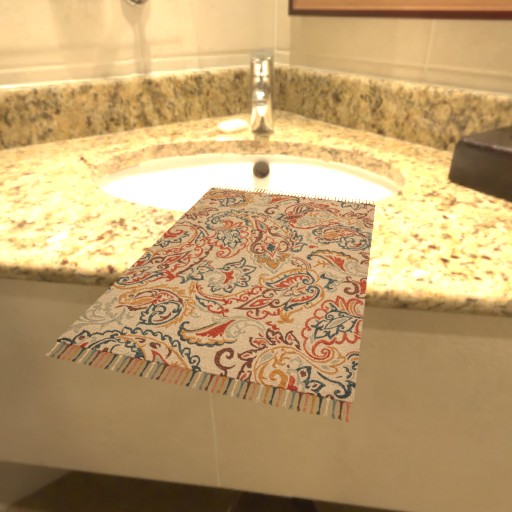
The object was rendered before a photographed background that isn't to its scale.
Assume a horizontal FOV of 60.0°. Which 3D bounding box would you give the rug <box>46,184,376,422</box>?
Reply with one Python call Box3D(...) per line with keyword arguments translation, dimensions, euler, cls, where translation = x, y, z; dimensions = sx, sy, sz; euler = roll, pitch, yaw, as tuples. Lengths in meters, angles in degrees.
Box3D(translation=(0.000, 0.000, 2.460), dimensions=(1.218, 0.010, 1.997), euler=(8, 31, 13), cls="rug")
